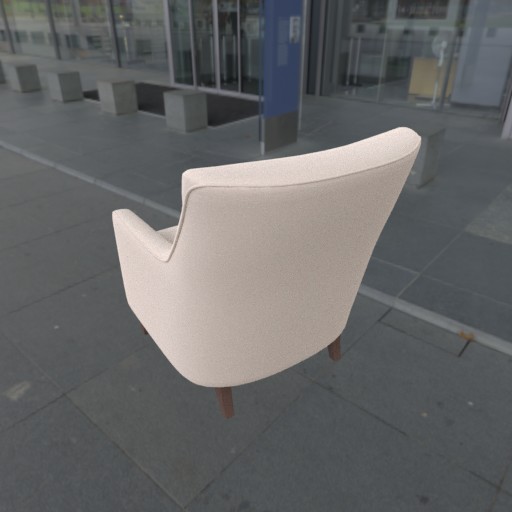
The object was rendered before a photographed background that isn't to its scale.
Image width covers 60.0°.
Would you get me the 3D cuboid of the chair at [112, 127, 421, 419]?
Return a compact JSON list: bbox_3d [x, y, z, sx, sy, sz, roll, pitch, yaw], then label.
[{"bbox_3d":[0.000,0.000,1.571,0.756,0.916,0.879,-18,34,-29],"label":"chair"}]
